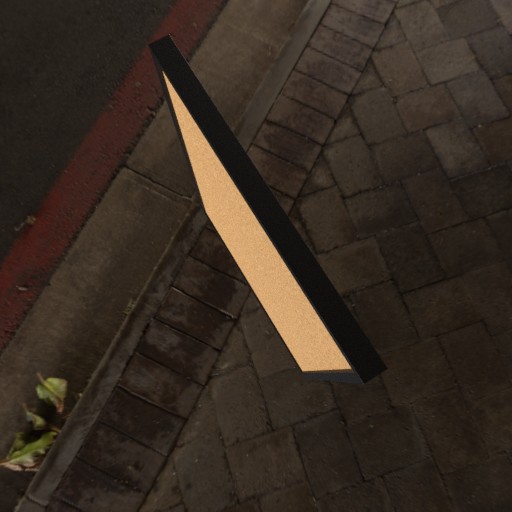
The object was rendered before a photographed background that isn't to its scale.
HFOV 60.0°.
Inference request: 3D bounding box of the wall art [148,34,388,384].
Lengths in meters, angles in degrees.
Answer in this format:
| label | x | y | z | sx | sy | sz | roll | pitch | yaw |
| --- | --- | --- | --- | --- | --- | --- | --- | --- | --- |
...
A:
| label | x | y | z | sx | sy | sz | roll | pitch | yaw |
| --- | --- | --- | --- | --- | --- | --- | --- | --- | --- |
| wall art | 0.000 | 0.000 | 0.754 | 0.029 | 0.559 | 0.457 | -30 | 77 | -8 |
